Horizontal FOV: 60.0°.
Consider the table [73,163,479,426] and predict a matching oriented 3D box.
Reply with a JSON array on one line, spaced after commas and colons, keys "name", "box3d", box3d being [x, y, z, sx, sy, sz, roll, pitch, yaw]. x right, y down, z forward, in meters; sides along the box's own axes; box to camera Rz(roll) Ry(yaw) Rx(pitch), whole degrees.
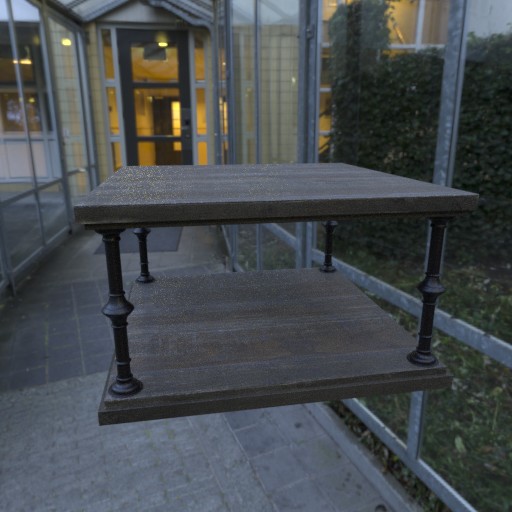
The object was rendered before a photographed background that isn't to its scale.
[{"name": "table", "box3d": [0.000, 0.000, 1.128, 0.696, 0.400, 0.696, -3, 17, -10]}]
